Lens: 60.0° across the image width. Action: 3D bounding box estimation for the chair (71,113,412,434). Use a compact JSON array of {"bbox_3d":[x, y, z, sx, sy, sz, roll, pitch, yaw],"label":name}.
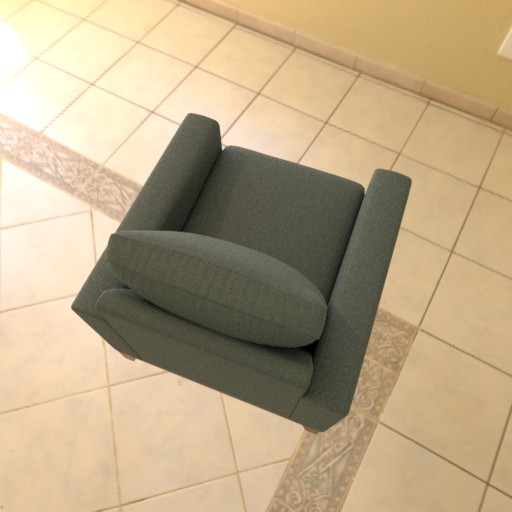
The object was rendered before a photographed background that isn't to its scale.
[{"bbox_3d":[0.000,0.000,1.868,1.024,1.010,1.038,19,65,9],"label":"chair"}]
